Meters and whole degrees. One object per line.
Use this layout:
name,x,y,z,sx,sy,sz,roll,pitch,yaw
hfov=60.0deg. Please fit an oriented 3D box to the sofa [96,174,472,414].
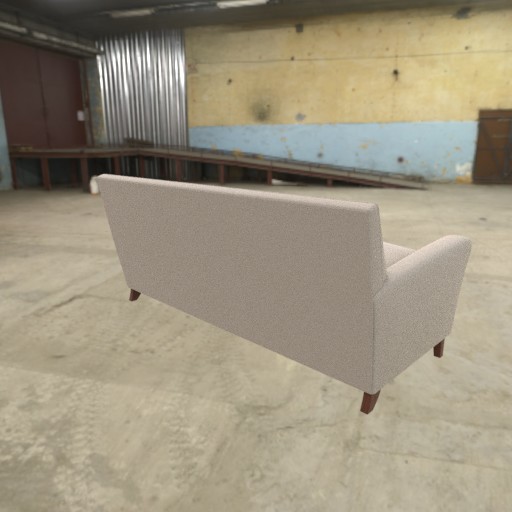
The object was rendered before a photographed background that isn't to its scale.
sofa,0.000,0.000,2.468,2.000,0.846,0.875,14,20,43
